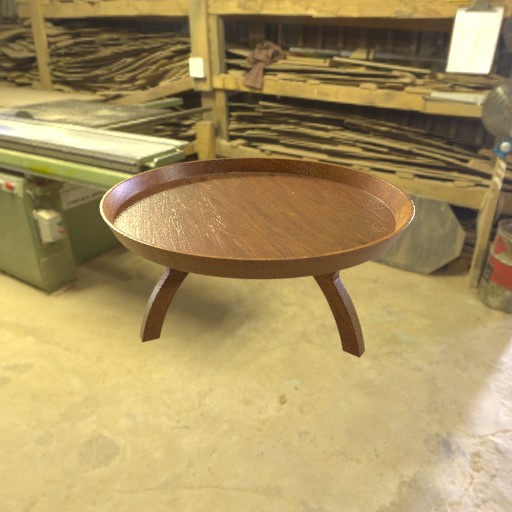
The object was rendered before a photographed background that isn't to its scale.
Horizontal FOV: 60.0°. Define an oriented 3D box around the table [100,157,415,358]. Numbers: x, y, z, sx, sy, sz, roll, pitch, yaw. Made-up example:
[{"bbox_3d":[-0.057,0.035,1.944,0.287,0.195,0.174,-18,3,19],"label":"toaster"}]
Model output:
[{"bbox_3d":[0.000,0.000,1.590,1.016,0.470,1.016,0,26,0],"label":"table"}]
